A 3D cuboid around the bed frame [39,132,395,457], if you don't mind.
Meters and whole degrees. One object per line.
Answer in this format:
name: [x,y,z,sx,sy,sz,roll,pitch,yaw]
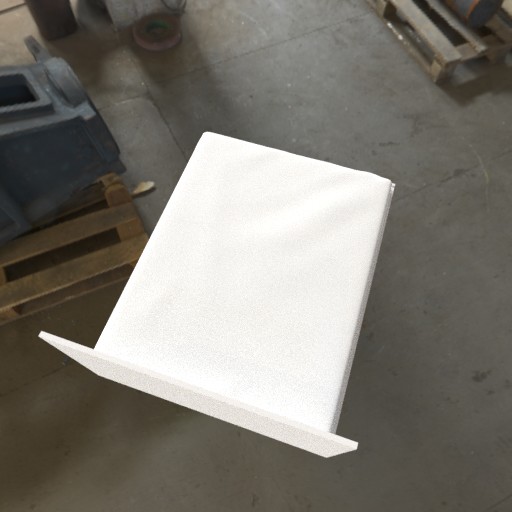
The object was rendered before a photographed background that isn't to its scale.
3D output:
bed frame: [0.000,0.000,3.104,1.711,1.001,2.100,17,65,8]
